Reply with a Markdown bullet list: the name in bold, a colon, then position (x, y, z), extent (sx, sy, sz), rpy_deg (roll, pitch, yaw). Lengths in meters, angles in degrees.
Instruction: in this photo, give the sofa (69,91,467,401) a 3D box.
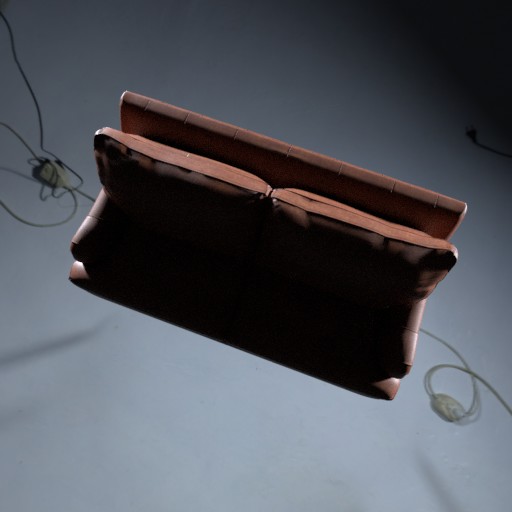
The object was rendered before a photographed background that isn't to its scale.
- **sofa**: position (0.000, 0.000, 2.782), extent (2.144, 1.071, 1.147), rpy_deg (20, 77, 5)
